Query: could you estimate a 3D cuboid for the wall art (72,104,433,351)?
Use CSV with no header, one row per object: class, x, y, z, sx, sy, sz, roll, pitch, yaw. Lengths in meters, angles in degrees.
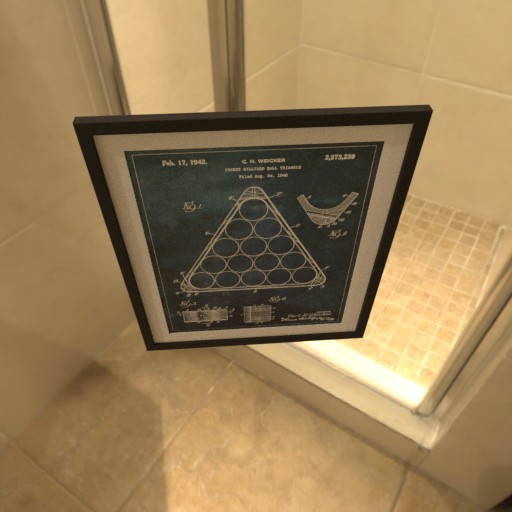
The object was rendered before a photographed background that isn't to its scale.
wall art,0.000,0.000,1.244,0.755,0.863,0.028,-3,46,-3
